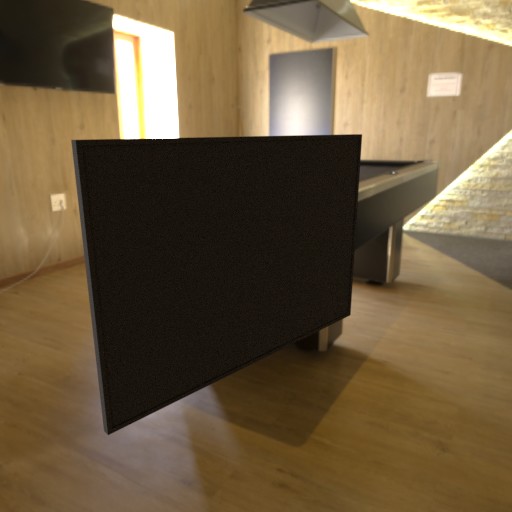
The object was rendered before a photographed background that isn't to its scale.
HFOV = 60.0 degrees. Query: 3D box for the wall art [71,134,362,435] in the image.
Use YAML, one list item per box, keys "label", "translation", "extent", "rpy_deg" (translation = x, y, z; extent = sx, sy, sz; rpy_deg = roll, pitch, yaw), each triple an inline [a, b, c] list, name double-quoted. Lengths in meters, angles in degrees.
- label: "wall art"
  translation: [0.000, 0.000, 1.543]
  extent: [1.190, 0.805, 0.028]
  rpy_deg: [-15, 22, -42]
